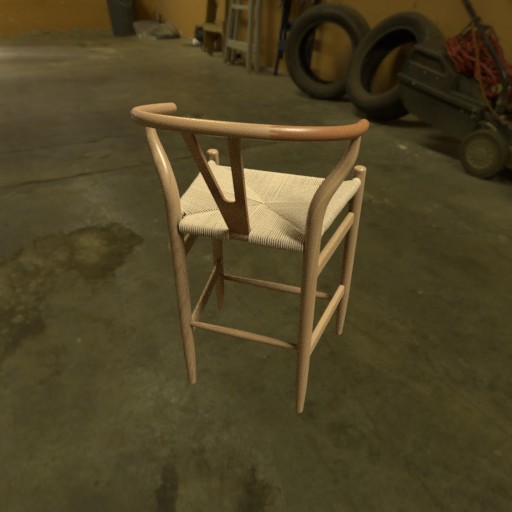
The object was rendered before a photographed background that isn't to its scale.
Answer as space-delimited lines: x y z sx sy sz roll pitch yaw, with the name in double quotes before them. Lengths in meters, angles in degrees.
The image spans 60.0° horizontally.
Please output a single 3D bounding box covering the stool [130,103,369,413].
"stool" 0.000 0.000 1.287 0.536 0.923 0.575 10 34 15
